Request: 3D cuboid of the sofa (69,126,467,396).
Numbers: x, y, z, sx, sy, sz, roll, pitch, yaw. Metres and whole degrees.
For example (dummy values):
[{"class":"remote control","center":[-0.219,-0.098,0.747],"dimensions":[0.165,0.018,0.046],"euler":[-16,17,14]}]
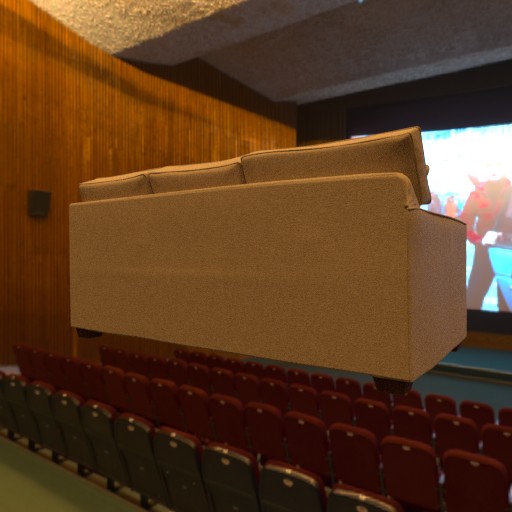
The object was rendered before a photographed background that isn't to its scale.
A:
[{"class":"sofa","center":[0.000,0.000,2.420],"dimensions":[1.962,0.946,1.034],"euler":[0,0,35]}]
